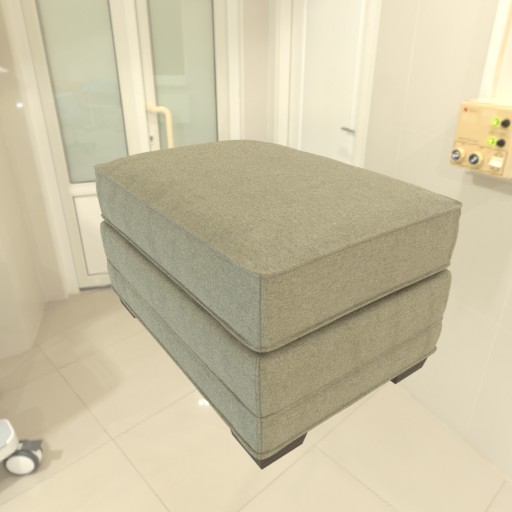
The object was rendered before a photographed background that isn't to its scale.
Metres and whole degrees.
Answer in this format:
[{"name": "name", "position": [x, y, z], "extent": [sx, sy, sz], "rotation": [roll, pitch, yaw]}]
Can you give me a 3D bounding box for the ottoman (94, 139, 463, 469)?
[{"name": "ottoman", "position": [0.000, 0.000, 1.220], "extent": [0.611, 0.508, 0.848], "rotation": [-18, 31, -32]}]
